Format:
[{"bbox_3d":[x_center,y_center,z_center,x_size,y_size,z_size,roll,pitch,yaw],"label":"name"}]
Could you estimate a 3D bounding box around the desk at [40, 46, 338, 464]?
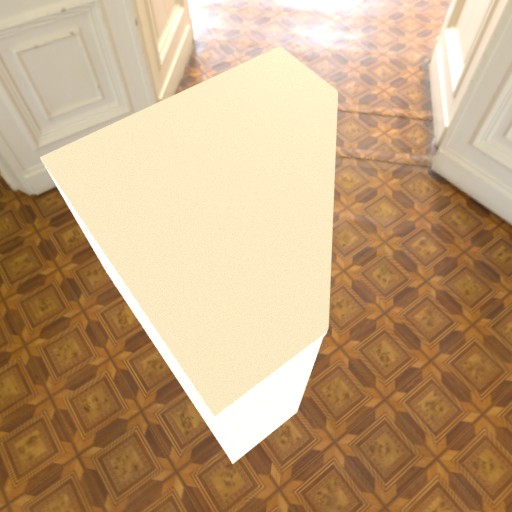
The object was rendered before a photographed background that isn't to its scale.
[{"bbox_3d":[0.000,0.000,1.633,0.926,0.818,0.940,-33,64,-18],"label":"desk"}]
